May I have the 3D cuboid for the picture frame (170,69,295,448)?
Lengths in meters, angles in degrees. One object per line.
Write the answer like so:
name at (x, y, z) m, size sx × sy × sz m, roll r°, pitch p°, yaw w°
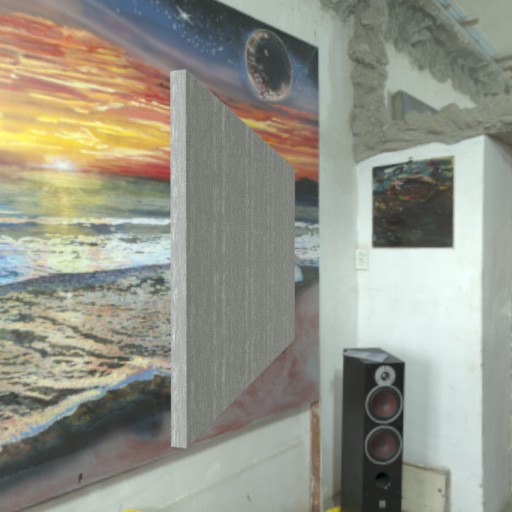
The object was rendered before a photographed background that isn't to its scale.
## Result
picture frame at (0.000, 0.000, 1.208) m, size 0.029 × 0.640 × 0.950 m, roll 0°, pitch 1°, yaw 16°
